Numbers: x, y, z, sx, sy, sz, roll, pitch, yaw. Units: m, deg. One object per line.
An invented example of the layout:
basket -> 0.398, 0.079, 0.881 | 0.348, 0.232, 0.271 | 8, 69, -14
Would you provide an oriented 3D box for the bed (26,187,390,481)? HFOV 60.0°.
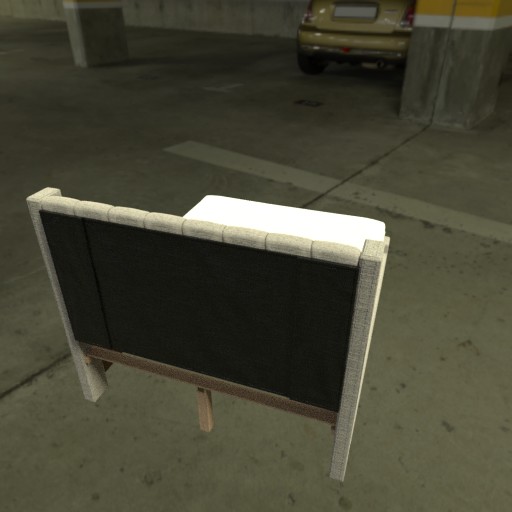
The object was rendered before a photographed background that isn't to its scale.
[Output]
bed -> 0.000, 0.000, 3.694 | 2.044, 1.748, 2.372 | 10, 33, 17
